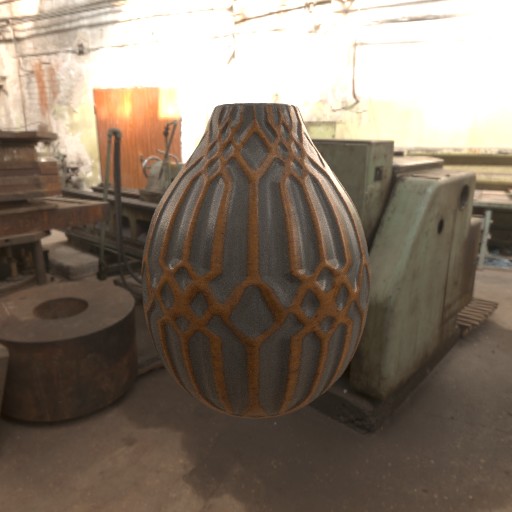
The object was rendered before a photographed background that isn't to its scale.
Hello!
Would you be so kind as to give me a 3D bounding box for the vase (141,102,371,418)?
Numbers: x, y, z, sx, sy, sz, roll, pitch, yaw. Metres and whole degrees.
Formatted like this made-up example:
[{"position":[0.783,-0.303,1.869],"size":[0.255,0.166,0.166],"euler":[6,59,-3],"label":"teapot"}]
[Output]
[{"position":[0.000,0.000,0.136],"size":[0.069,0.088,0.069],"euler":[0,15,0],"label":"vase"}]
